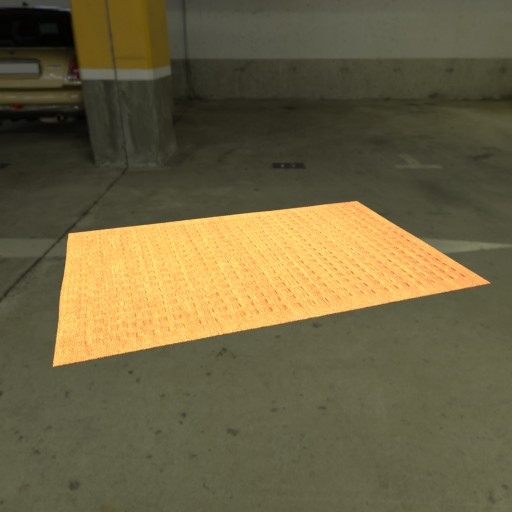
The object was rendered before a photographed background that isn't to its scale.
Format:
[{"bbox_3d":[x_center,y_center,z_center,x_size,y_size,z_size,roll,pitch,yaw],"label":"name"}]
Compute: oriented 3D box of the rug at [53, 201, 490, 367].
[{"bbox_3d":[0.000,0.000,2.142,1.747,0.006,1.143,-8,27,-16],"label":"rug"}]
